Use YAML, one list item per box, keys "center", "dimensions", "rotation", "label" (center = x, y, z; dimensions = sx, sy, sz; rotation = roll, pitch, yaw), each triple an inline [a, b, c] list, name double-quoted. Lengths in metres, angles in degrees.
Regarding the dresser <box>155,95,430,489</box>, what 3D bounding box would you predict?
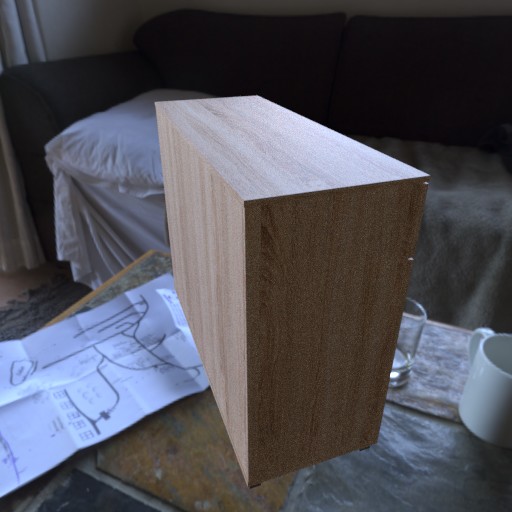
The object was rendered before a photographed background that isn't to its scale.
- center: [0.000, 0.000, 1.581]
  dimensions: [0.450, 0.900, 1.100]
  rotation: [-10, 31, -17]
  label: "dresser"
